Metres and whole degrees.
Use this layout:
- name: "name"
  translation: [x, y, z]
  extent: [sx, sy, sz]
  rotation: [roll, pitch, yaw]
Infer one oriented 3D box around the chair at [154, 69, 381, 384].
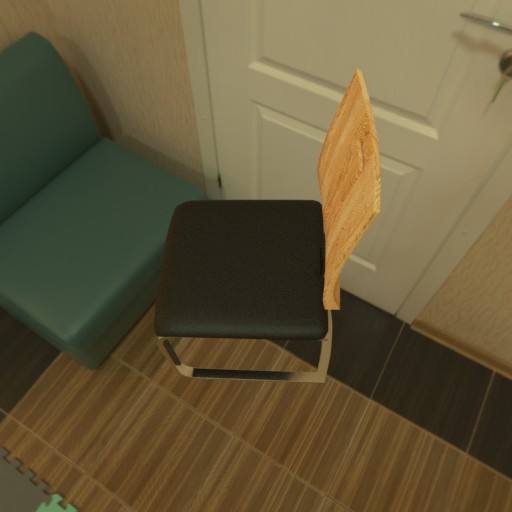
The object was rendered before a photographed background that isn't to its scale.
- name: "chair"
  translation: [0.000, 0.000, 1.248]
  extent: [0.560, 0.936, 0.462]
  rotation: [2, 59, 1]
